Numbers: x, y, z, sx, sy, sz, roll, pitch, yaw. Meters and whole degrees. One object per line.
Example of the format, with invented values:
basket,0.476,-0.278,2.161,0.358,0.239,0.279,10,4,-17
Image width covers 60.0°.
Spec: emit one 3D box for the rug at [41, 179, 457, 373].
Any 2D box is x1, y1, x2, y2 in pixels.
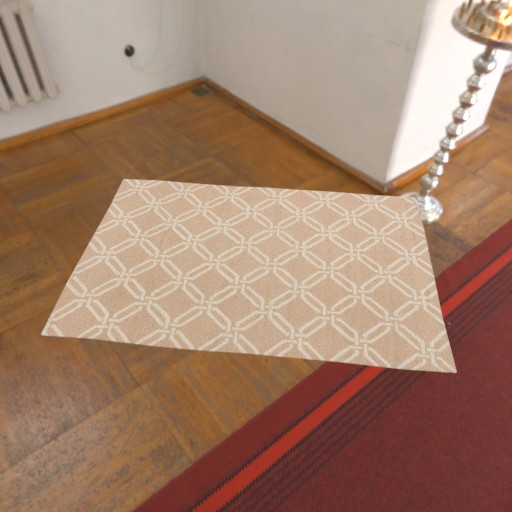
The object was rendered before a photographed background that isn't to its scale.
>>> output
rug,0.000,0.000,2.225,1.745,0.010,1.146,4,46,4
